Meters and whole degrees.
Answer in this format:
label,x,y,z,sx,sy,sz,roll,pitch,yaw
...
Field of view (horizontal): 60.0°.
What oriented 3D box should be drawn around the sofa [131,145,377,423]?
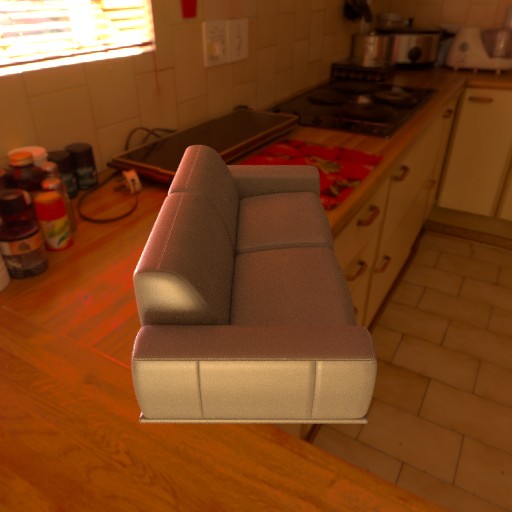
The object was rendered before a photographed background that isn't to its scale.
label,x,y,z,sx,sy,sz,roll,pitch,yaw
sofa,0.000,0.000,2.396,0.900,0.772,1.901,0,32,0
